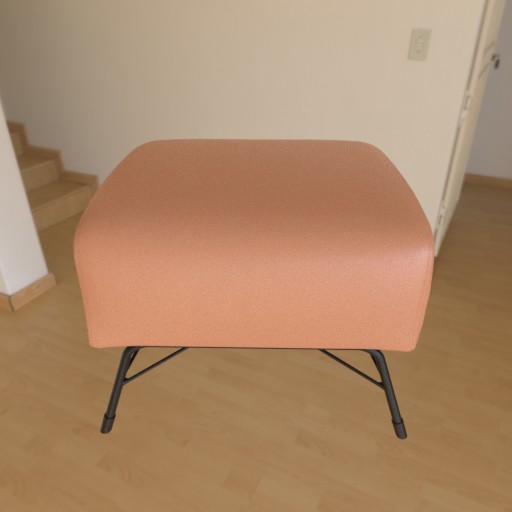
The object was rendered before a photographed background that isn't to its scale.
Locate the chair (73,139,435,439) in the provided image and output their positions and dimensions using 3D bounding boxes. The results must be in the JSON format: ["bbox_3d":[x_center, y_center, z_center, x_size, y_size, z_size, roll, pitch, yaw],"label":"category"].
[{"bbox_3d":[0.000,0.000,0.887,0.530,0.410,0.530,1,30,1],"label":"chair"}]
